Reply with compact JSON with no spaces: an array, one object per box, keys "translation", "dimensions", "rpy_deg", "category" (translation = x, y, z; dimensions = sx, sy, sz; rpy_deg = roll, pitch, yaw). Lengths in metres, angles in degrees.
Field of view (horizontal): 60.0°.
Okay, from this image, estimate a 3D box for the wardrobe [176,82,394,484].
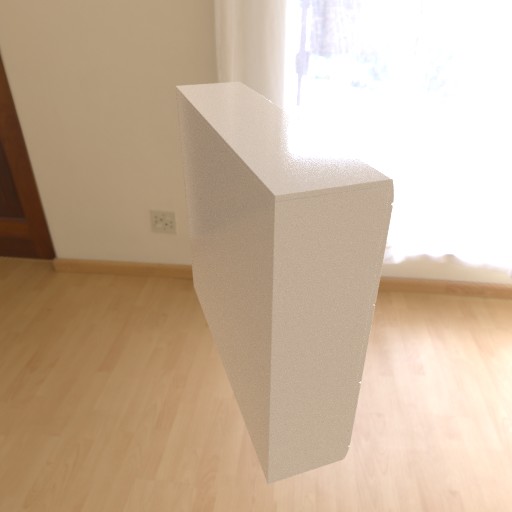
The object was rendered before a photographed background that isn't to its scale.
[{"translation":[0.000,0.000,1.951],"dimensions":[0.360,1.200,1.340],"rpy_deg":[-10,33,-16],"category":"wardrobe"}]
